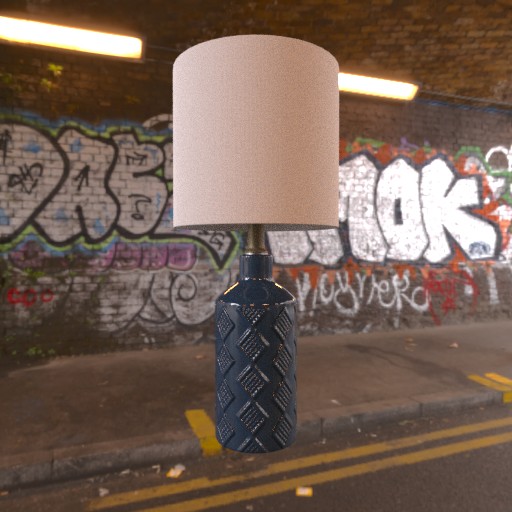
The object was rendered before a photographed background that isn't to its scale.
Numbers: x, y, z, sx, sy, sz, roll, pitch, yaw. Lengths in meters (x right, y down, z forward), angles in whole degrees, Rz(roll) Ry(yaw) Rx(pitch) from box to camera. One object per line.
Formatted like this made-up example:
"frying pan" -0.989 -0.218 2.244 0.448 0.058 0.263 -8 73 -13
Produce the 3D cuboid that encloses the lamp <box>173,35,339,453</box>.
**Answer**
"lamp" 0.000 0.000 0.564 0.207 0.461 0.207 0 1 19
